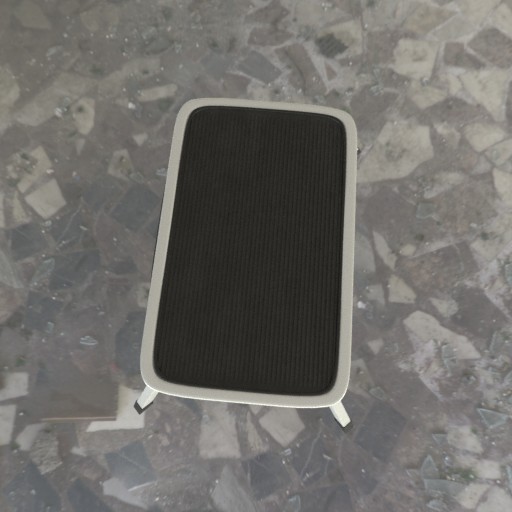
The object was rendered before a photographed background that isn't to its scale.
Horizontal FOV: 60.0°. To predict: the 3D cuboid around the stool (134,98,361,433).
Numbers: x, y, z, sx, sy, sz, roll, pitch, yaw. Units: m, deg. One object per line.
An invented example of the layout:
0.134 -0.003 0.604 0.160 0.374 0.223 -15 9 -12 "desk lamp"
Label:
0.000 0.000 0.619 0.320 0.170 0.460 5 75 1 "stool"
